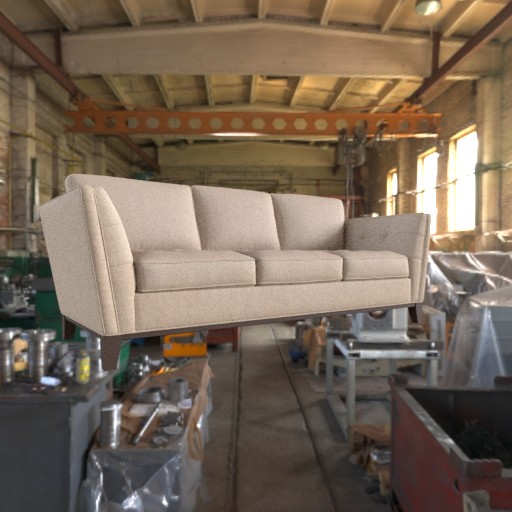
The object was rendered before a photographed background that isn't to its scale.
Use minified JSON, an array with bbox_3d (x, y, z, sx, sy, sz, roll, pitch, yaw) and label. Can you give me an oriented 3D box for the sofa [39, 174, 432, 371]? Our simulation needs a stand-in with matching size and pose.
[{"bbox_3d":[0.000,0.000,2.847,2.388,0.940,0.965,0,1,-35],"label":"sofa"}]
